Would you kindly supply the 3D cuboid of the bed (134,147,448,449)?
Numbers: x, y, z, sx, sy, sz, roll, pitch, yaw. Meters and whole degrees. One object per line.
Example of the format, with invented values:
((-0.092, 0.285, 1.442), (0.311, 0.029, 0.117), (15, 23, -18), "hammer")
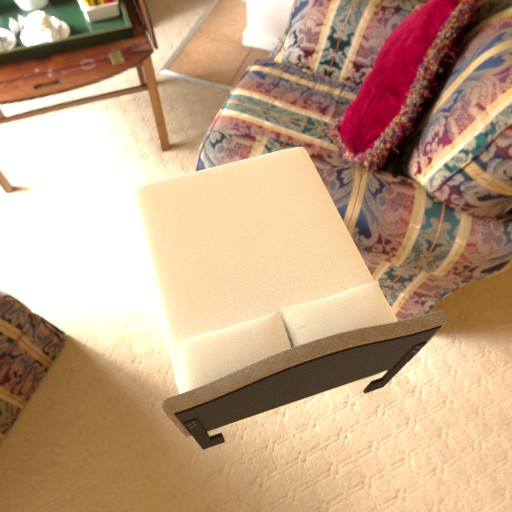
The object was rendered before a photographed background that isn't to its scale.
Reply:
((0.000, 0.000, 3.356), (1.713, 1.518, 2.153), (-16, 61, -9), "bed")
